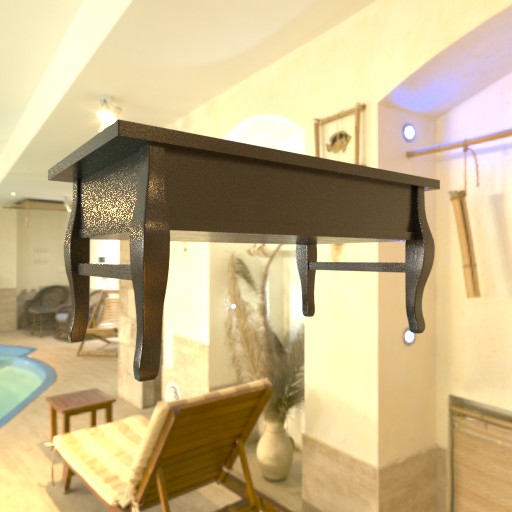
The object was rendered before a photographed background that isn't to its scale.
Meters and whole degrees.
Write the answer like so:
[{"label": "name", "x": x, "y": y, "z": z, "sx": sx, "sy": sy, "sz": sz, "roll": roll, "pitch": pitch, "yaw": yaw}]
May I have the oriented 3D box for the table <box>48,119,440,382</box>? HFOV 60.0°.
[{"label": "table", "x": 0.000, "y": 0.000, "z": 1.360, "sx": 1.062, "sy": 0.494, "sz": 0.600, "roll": 0, "pitch": 0, "yaw": -37}]
